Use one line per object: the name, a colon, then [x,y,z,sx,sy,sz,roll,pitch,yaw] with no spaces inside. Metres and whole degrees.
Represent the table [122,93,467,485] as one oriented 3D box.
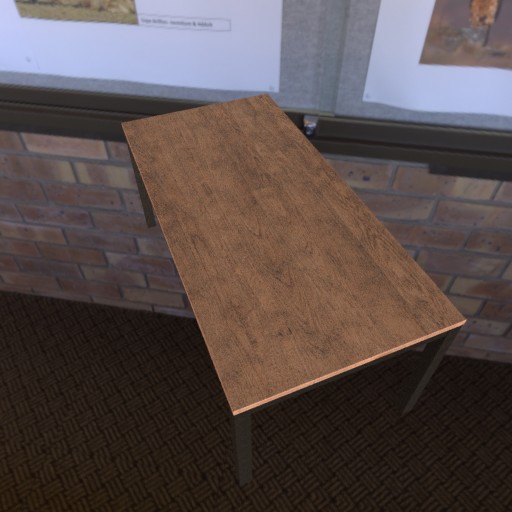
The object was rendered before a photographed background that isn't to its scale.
table: [0.000,0.000,2.322,0.893,0.767,1.805,-17,50,-15]
